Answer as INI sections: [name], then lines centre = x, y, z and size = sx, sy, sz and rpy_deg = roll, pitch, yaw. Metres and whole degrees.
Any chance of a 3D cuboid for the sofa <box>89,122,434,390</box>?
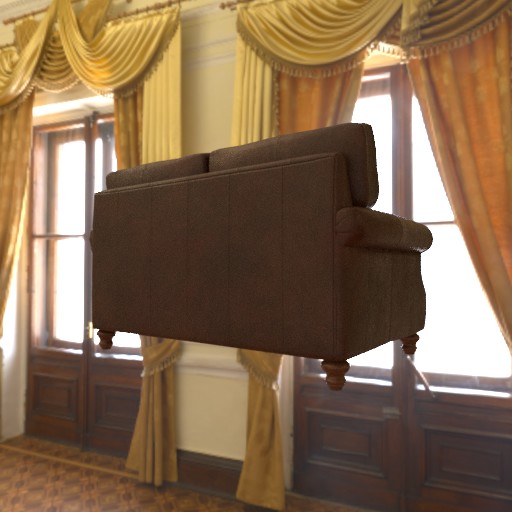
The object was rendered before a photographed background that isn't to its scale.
[sofa]
centre = 0.000, 0.000, 2.301
size = 1.616, 0.976, 0.990
rpy_deg = -1, -2, 36
